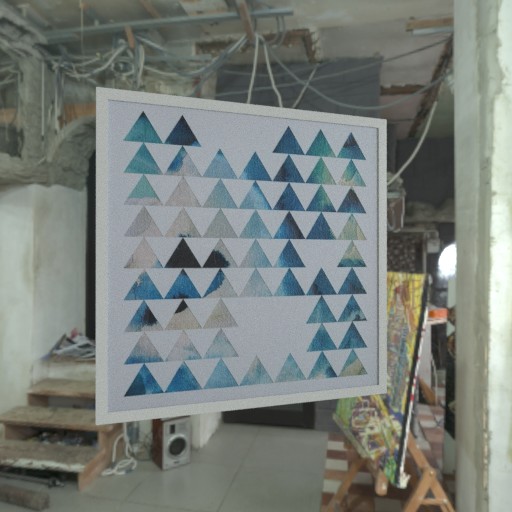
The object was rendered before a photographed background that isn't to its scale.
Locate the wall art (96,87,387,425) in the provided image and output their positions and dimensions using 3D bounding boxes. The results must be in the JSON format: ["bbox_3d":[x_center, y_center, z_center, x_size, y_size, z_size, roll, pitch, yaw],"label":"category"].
[{"bbox_3d":[0.000,0.000,0.671,0.456,0.456,0.007,0,0,-18],"label":"wall art"}]
